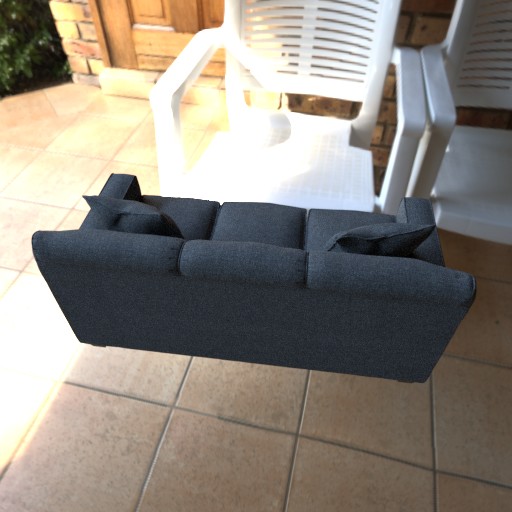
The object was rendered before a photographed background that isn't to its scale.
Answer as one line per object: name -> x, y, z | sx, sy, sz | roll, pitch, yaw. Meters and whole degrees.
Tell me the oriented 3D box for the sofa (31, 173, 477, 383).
sofa -> 0.000, 0.000, 2.577 | 2.024, 0.958, 0.997 | 5, 47, 5
